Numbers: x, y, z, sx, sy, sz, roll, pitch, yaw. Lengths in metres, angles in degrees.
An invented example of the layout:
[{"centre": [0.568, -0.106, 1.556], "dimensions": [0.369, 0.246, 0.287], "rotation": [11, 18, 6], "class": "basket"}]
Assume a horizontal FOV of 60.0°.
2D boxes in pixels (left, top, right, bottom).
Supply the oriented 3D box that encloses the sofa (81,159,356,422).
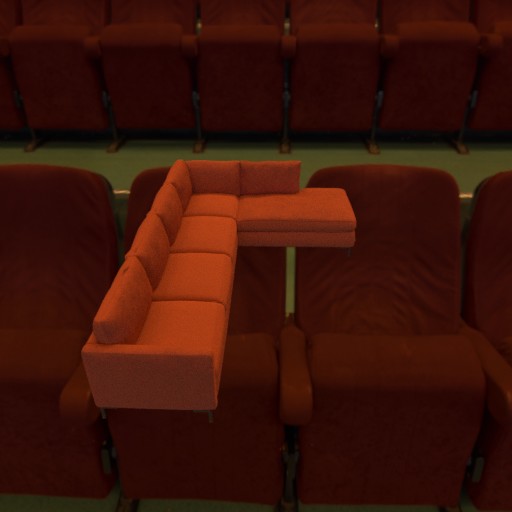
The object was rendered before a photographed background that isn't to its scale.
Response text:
[{"centre": [0.000, 0.000, 3.657], "dimensions": [1.879, 0.757, 2.736], "rotation": [1, 32, 1], "class": "sofa"}]
